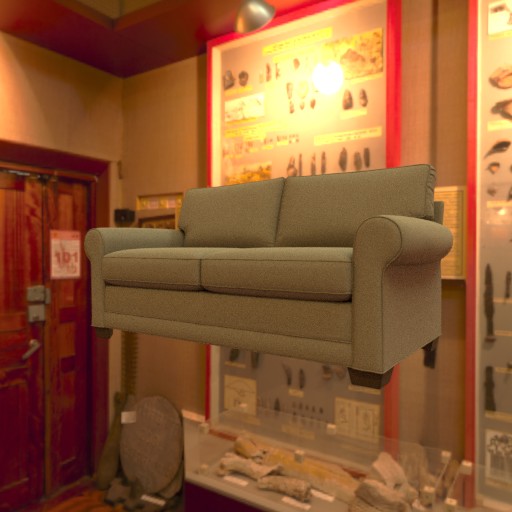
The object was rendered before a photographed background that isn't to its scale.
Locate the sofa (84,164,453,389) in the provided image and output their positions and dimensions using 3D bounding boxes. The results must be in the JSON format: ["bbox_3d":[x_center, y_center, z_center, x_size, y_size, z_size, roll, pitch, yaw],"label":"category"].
[{"bbox_3d":[0.000,0.000,2.434,1.930,0.952,0.940,1,1,35],"label":"sofa"}]
